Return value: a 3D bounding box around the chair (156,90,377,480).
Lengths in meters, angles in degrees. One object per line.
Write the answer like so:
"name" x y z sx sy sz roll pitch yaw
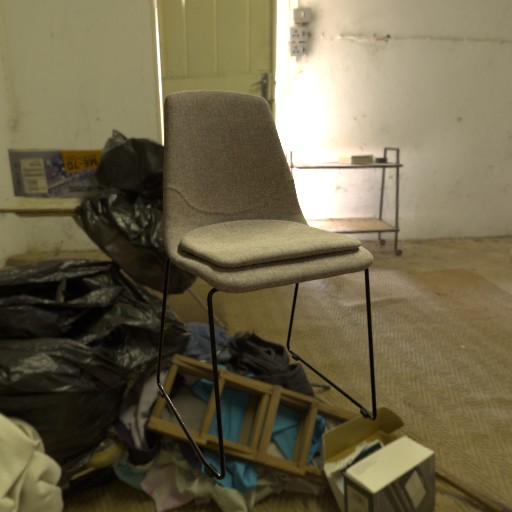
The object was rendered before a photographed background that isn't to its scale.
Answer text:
"chair" 0.000 0.000 1.166 0.479 0.858 0.518 -8 18 -27
